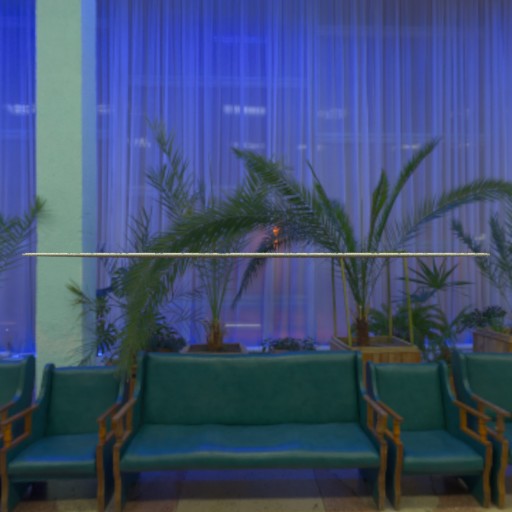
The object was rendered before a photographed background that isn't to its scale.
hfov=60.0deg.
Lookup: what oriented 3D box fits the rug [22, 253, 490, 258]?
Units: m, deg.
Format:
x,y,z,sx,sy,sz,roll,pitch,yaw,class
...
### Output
x,y,z,sx,sy,sz,roll,pitch,yaw,class
0.000,0.000,3.507,2.746,0.018,1.819,0,-1,0,rug
